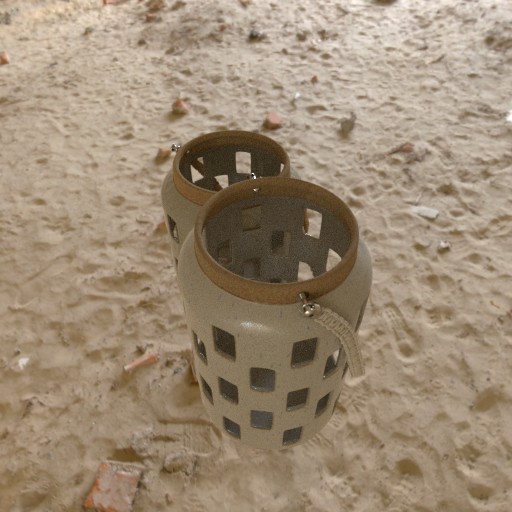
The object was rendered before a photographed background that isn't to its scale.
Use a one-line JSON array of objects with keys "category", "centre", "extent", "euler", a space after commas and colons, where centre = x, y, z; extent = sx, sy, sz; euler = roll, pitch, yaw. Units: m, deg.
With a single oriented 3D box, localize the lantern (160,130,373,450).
[{"category": "lantern", "centre": [0.000, 0.000, 0.500], "extent": [0.184, 0.255, 0.347], "euler": [-11, 47, -10]}]
